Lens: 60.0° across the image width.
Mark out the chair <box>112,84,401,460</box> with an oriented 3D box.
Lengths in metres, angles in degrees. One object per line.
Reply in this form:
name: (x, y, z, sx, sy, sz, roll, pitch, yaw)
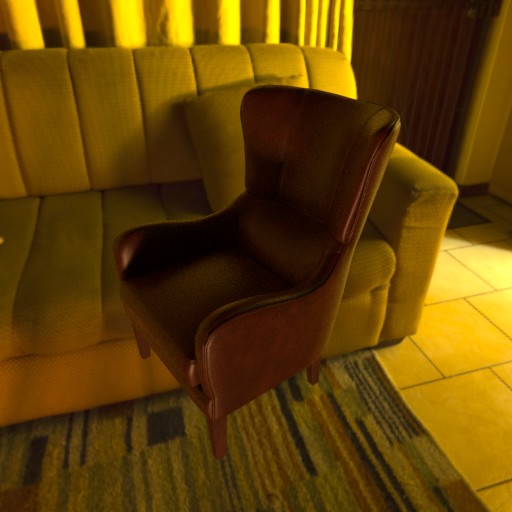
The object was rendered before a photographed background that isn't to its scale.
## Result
chair: (0.000, 0.000, 1.647, 0.914, 1.048, 0.692, -22, 38, -31)
